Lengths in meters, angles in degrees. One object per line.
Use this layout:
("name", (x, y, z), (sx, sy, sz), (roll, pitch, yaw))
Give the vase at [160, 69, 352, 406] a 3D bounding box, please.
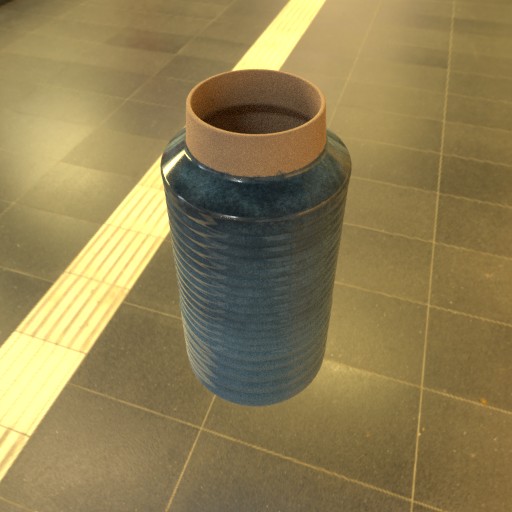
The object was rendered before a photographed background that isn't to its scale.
("vase", (0.000, 0.000, 0.420), (0.163, 0.316, 0.163), (0, 47, 0))
